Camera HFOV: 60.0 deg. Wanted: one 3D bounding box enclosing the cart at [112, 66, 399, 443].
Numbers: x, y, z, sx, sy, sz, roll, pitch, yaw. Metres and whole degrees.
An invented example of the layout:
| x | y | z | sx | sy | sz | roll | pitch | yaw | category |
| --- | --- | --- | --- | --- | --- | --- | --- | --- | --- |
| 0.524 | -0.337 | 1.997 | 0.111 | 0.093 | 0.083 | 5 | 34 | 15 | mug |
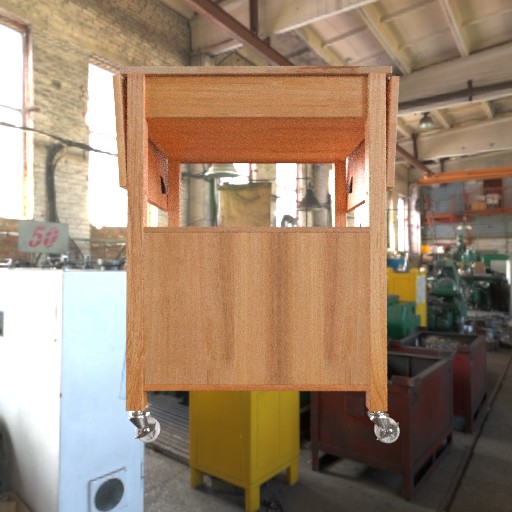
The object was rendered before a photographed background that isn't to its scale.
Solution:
| x | y | z | sx | sy | sz | roll | pitch | yaw | category |
| --- | --- | --- | --- | --- | --- | --- | --- | --- | --- |
| 0.000 | 0.000 | 1.227 | 0.640 | 0.838 | 0.508 | 0 | -1 | 0 | cart |
